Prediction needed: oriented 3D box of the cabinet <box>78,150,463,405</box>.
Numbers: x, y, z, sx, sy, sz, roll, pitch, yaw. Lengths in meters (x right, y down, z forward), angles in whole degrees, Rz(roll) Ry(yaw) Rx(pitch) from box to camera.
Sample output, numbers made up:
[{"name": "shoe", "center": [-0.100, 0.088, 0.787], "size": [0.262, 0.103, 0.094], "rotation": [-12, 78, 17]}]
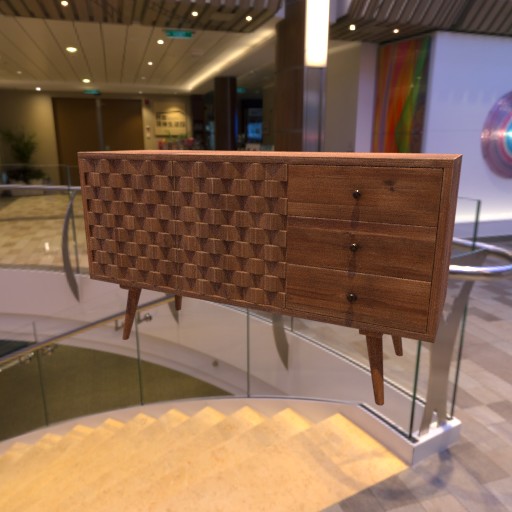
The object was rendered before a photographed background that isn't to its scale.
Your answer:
[{"name": "cabinet", "center": [0.000, 0.000, 1.770], "size": [1.400, 0.800, 0.472], "rotation": [7, 16, 26]}]
